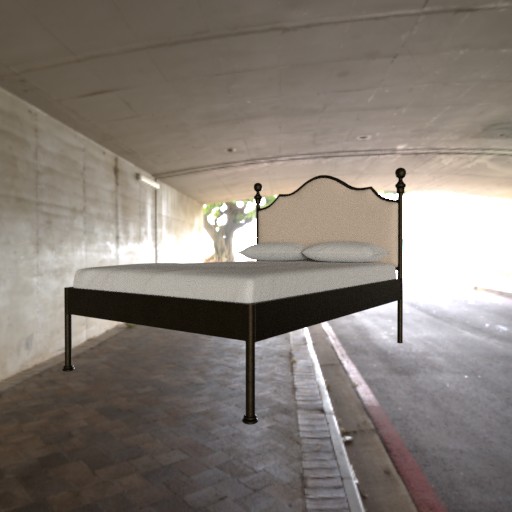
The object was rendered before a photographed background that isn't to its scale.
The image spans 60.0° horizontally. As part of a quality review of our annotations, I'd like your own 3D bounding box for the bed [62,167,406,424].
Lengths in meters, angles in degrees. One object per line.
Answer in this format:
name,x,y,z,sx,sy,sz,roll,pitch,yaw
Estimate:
bed,0.000,0.000,3.251,1.533,1.462,2.170,1,1,36
